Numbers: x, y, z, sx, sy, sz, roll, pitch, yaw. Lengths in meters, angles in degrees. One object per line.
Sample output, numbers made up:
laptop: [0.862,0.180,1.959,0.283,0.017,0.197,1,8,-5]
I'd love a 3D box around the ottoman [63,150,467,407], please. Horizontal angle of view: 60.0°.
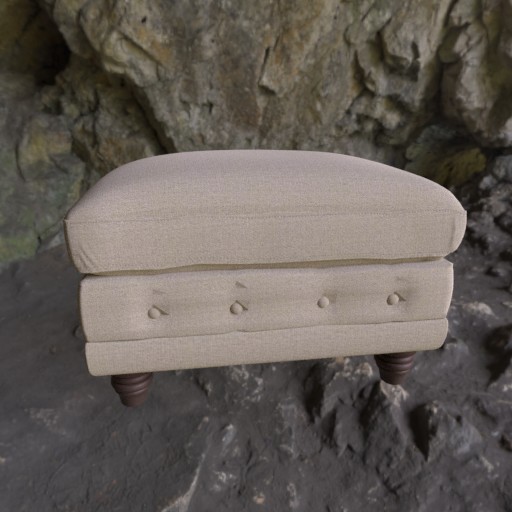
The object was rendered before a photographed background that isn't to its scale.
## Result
ottoman: [0.000,0.000,1.003,0.684,0.463,0.541,-2,16,-8]
